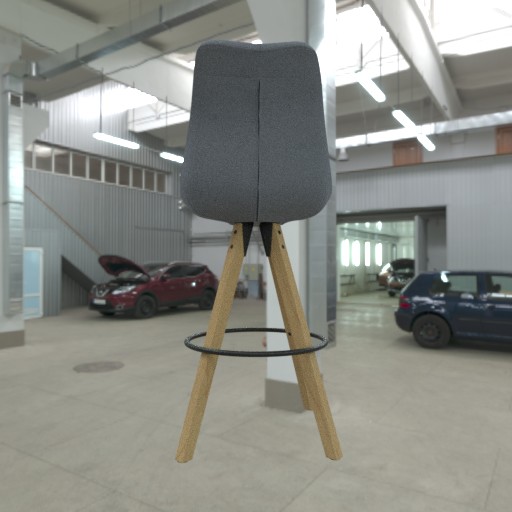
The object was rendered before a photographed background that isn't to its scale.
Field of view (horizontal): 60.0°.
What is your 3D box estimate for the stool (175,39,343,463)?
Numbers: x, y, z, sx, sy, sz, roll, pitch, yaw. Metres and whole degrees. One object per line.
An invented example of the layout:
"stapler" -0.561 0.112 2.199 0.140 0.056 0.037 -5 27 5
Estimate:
"stool" 0.000 0.000 1.398 0.485 1.115 0.550 0 -1 -2
